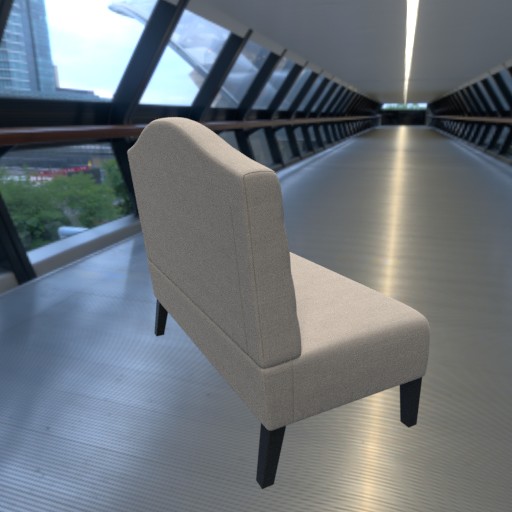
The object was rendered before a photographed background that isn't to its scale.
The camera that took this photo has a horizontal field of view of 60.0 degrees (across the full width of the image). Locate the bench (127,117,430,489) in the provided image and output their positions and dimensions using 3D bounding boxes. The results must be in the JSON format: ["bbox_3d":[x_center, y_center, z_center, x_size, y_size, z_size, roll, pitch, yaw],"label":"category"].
[{"bbox_3d":[0.000,0.000,1.986,0.815,1.180,1.335,-9,18,-27],"label":"bench"}]
